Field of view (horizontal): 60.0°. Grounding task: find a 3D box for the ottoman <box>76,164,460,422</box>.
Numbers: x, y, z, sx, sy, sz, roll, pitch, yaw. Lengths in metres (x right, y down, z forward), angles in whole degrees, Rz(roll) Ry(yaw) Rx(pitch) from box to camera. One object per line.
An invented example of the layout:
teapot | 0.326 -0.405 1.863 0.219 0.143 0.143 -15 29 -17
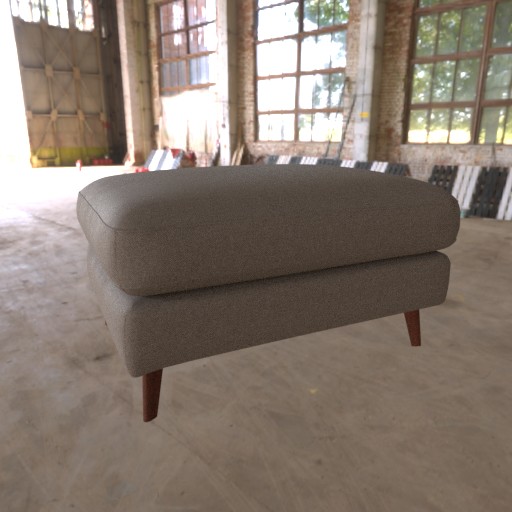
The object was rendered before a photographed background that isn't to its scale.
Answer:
ottoman | 0.000 0.000 1.145 0.811 0.449 0.608 -8 17 -25
